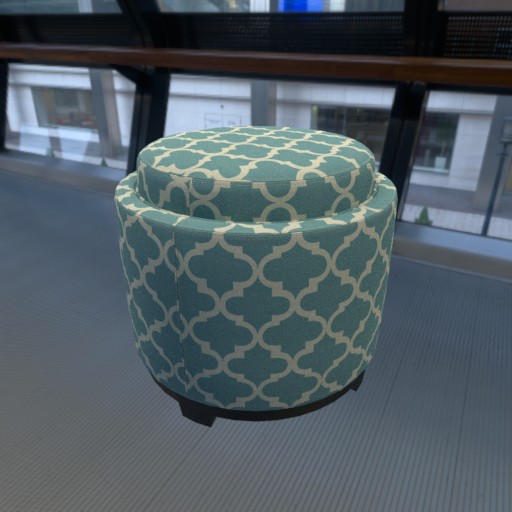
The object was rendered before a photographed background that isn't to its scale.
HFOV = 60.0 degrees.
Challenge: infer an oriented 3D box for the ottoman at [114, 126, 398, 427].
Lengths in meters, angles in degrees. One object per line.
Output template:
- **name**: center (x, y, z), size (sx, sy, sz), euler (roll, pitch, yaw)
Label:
- **ottoman**: center (0.000, 0.000, 0.830), size (0.480, 0.429, 0.480), euler (0, 26, 0)
